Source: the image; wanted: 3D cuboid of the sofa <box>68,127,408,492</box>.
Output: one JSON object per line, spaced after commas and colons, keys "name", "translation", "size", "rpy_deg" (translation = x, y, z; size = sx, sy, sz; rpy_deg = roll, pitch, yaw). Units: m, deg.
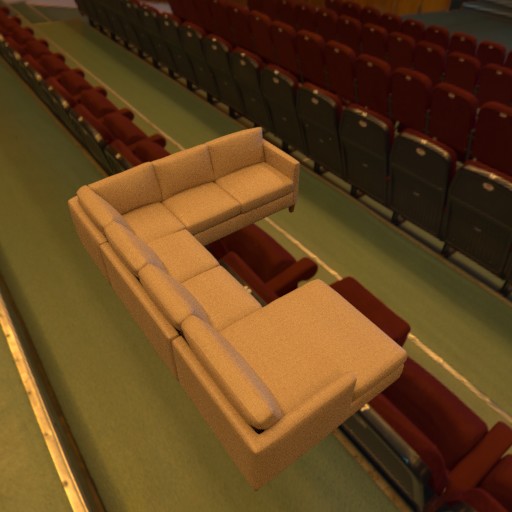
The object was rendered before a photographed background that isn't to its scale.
{"name": "sofa", "translation": [0.000, 0.000, 4.508], "size": [2.594, 0.961, 3.460], "rpy_deg": [-27, 49, -26]}
